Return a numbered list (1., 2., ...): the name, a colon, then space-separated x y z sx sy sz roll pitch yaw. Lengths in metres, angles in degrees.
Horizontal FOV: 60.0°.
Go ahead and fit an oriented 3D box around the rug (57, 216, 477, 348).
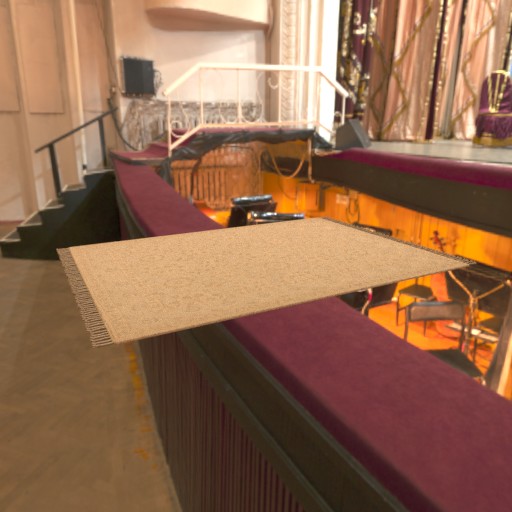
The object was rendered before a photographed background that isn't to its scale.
1. rug: 0.000 0.000 2.256 1.771 0.015 1.223 -9 19 -27
